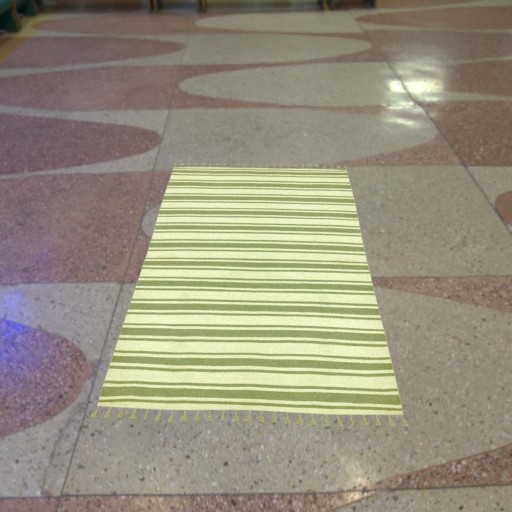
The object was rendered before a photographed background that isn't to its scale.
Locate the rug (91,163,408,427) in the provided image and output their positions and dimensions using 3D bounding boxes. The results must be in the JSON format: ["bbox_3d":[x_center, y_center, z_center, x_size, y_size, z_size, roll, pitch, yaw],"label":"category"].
[{"bbox_3d":[0.000,0.000,3.040,1.540,0.018,2.435,1,42,1],"label":"rug"}]
